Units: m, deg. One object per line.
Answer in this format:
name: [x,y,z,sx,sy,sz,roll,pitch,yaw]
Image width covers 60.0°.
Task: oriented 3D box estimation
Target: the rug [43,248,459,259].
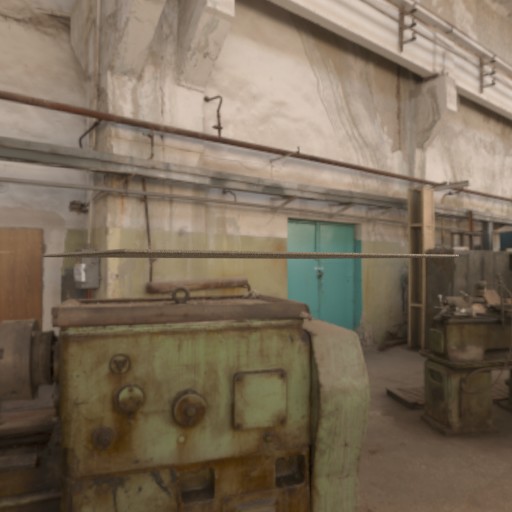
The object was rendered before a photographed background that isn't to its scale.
rug: [0.000,0.000,2.214,1.748,0.014,1.144,1,-1,-36]
